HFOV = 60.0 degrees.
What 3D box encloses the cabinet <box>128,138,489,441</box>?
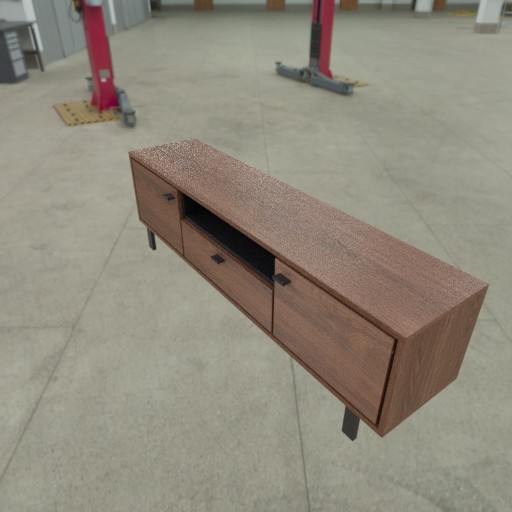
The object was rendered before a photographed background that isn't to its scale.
[{"bbox_3d":[0.000,0.000,1.831,0.400,0.500,1.650,-22,38,-30],"label":"cabinet"}]
